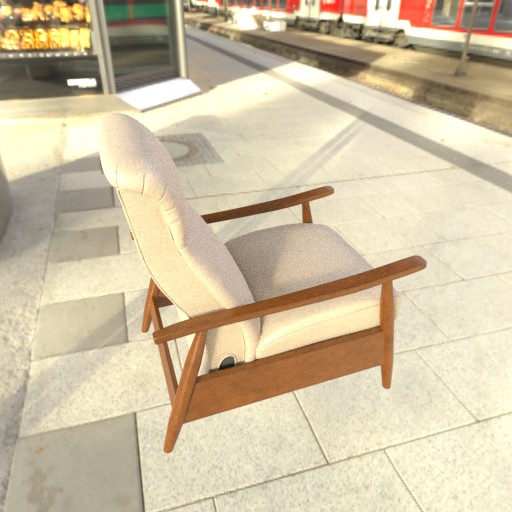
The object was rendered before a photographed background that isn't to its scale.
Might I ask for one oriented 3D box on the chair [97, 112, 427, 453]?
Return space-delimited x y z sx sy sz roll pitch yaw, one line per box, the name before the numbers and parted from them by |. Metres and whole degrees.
chair | 0.000 0.000 1.770 1.030 1.082 0.762 -10 33 -16
